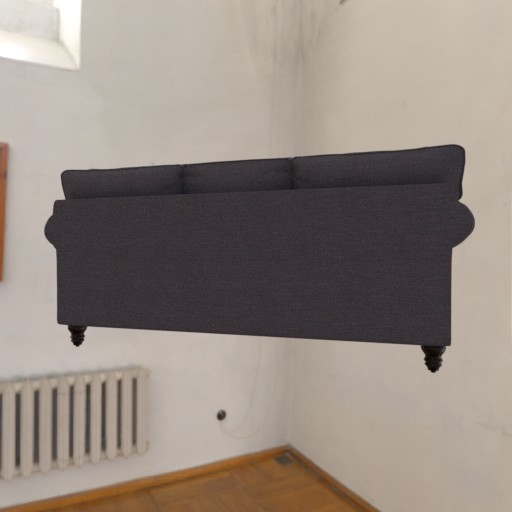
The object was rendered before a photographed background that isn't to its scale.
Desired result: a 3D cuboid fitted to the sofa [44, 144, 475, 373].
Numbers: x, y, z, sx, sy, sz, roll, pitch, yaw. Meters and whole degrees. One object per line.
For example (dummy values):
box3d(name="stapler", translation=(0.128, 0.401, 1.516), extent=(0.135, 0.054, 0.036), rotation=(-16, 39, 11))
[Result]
box3d(name="sofa", translation=(0.000, 0.000, 2.456), extent=(2.084, 0.966, 0.909), rotation=(0, 0, 17))
